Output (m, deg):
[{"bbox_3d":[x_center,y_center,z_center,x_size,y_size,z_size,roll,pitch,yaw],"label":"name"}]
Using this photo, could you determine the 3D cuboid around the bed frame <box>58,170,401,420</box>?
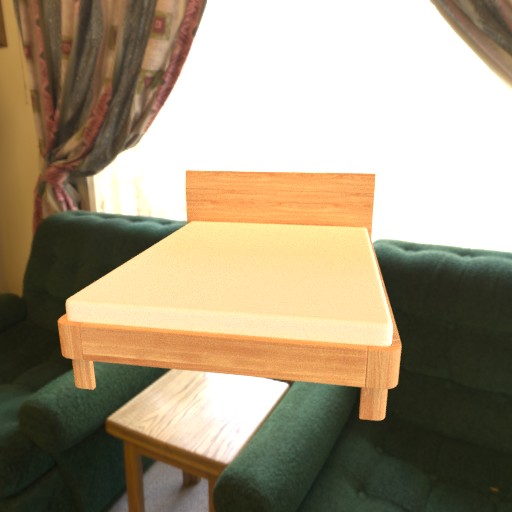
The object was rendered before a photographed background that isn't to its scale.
[{"bbox_3d":[0.000,0.000,2.992,1.660,0.940,2.092,3,16,10],"label":"bed frame"}]
